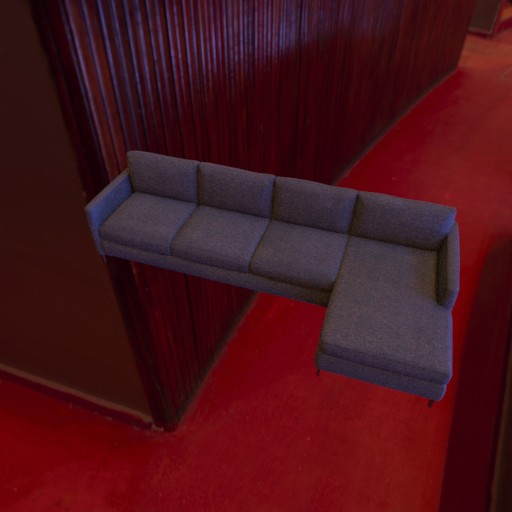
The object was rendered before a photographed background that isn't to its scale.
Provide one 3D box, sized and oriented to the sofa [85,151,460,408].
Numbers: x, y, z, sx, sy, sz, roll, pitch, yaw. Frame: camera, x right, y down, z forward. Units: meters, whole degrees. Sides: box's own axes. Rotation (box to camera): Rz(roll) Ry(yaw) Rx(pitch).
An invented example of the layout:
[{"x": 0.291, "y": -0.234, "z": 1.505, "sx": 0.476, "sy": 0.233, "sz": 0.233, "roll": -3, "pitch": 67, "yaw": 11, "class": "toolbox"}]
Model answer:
[{"x": 0.000, "y": 0.000, "z": 3.445, "sx": 2.932, "sy": 0.810, "sz": 1.350, "roll": 13, "pitch": 43, "yaw": 14, "class": "sofa"}]
